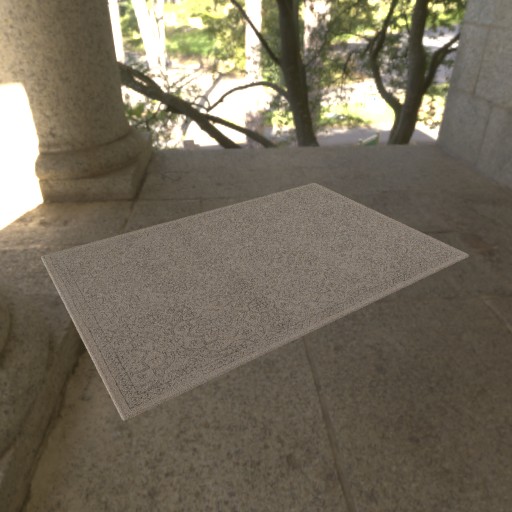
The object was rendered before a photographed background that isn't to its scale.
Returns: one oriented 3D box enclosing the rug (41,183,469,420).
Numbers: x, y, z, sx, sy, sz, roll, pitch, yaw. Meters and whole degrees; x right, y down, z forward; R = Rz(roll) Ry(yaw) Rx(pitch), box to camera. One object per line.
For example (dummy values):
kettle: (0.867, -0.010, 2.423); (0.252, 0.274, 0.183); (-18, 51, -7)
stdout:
rug: (0.000, 0.000, 2.834); (2.286, 0.011, 1.524); (-19, 36, -29)
